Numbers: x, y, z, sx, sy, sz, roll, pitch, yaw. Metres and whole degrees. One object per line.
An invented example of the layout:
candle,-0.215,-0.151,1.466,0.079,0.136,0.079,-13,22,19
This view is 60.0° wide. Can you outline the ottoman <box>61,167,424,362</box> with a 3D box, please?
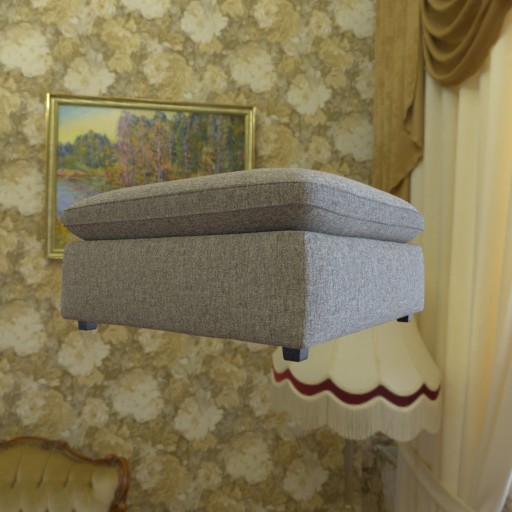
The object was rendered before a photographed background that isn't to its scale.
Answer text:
ottoman,0.000,0.000,1.683,1.035,0.526,1.039,-1,-1,35
